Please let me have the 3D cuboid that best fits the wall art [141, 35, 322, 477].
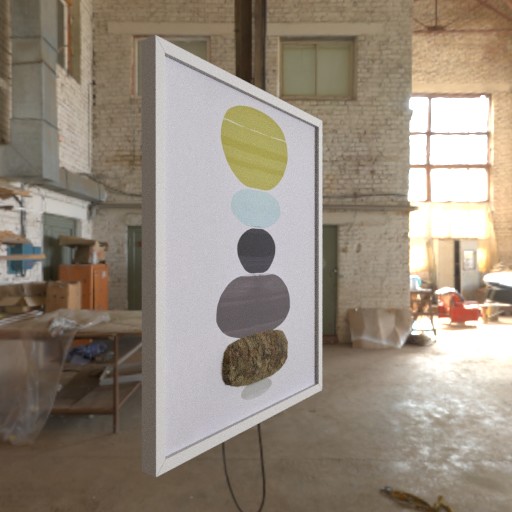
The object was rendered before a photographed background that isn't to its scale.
[{"bbox_3d":[0.000,0.000,1.016,0.055,0.763,0.611,0,0,36],"label":"wall art"}]
